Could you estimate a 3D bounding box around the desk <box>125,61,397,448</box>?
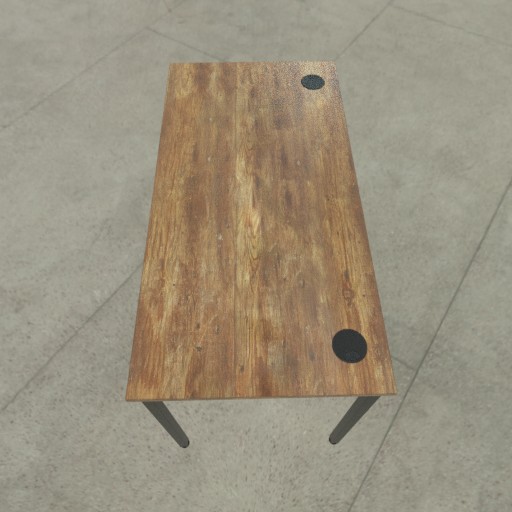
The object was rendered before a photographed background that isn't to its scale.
[{"bbox_3d":[0.000,0.000,1.608,0.600,0.749,1.200,-1,58,-1],"label":"desk"}]
